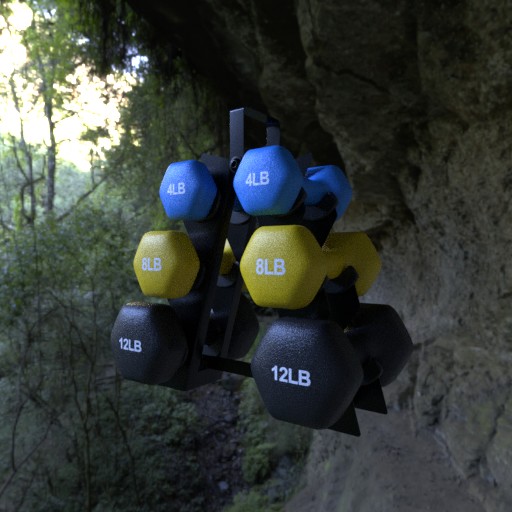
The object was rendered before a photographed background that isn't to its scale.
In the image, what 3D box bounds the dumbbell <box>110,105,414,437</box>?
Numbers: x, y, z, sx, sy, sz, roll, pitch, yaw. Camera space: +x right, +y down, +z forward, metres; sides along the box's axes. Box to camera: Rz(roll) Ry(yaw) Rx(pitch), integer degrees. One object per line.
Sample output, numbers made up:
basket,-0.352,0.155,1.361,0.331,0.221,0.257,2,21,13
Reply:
dumbbell,0.000,0.000,0.668,0.409,0.426,0.255,0,0,36
